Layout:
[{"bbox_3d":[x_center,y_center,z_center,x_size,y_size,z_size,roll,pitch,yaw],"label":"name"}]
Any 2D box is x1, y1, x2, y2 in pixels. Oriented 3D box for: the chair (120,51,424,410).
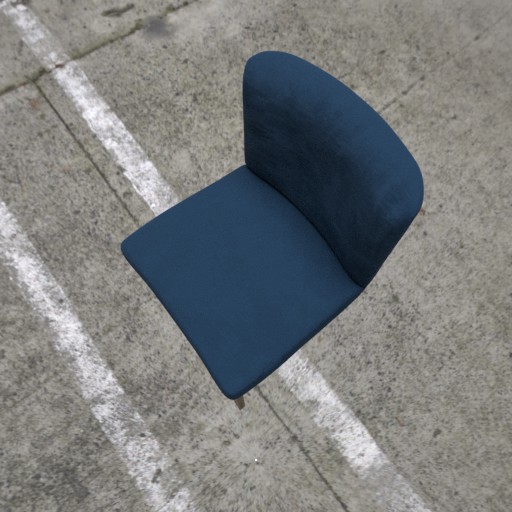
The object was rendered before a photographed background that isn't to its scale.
[{"bbox_3d":[0.000,0.000,1.190,0.560,0.824,0.530,-35,70,-15],"label":"chair"}]
